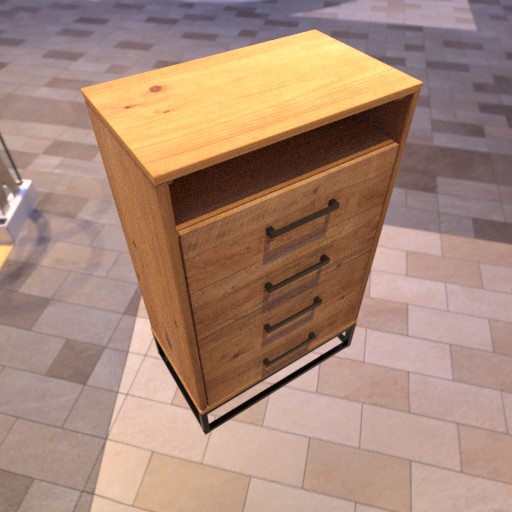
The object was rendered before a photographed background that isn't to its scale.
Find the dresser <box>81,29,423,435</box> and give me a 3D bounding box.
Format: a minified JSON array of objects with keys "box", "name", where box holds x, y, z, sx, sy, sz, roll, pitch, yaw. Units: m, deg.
[{"box":[0.000,0.000,1.576,0.761,1.240,0.479,-25,51,-22],"name":"dresser"}]
